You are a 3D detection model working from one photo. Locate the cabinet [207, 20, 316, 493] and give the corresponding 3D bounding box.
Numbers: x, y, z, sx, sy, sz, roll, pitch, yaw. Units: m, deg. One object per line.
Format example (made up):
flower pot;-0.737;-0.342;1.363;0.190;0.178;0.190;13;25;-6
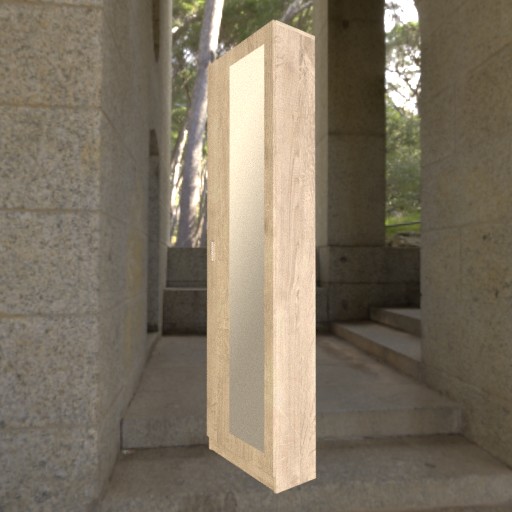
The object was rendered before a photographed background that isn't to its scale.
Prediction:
cabinet;0.000;0.000;1.930;0.230;1.790;0.500;1;-1;-36
